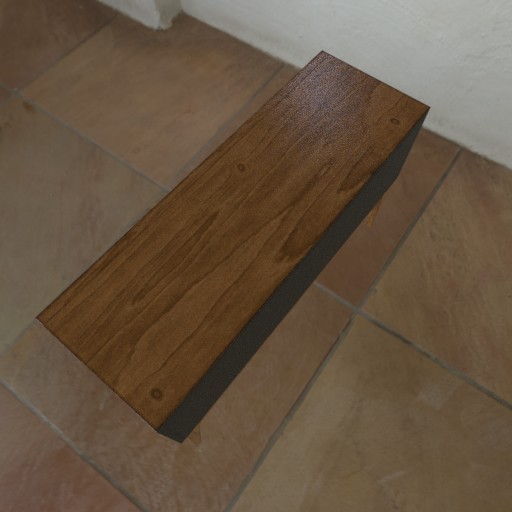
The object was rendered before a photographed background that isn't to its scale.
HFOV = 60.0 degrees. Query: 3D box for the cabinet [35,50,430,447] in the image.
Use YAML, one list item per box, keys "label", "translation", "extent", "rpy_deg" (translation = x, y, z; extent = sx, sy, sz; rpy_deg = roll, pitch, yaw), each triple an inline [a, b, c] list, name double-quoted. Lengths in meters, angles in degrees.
- label: "cabinet"
  translation: [0.000, 0.000, 1.741]
  extent: [0.477, 0.802, 1.363]
  rpy_deg: [36, 69, 16]
